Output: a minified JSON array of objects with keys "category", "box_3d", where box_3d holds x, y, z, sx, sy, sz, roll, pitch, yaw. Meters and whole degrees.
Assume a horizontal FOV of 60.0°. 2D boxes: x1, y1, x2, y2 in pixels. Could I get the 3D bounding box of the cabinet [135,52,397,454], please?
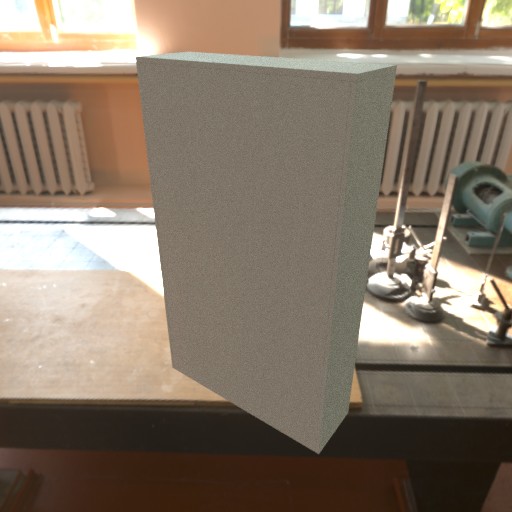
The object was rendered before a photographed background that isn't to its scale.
[{"category":"cabinet","box_3d":[0.000,0.000,1.578,0.750,1.280,0.250,20,34,31]}]
